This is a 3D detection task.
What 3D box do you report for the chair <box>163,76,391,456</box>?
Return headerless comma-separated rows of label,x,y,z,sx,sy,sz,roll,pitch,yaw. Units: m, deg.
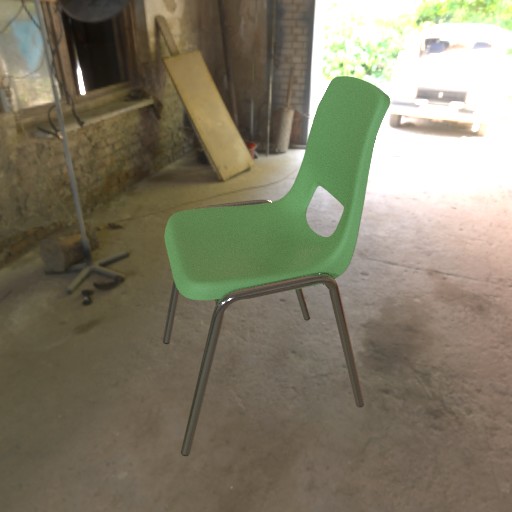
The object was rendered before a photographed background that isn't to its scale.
chair,0.000,0.000,0.962,0.436,0.704,0.381,-8,32,-14
